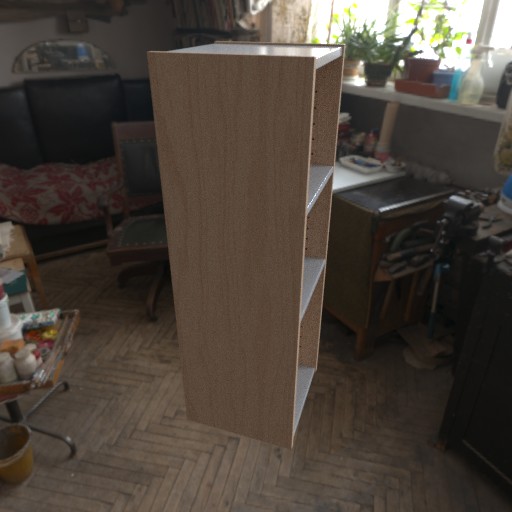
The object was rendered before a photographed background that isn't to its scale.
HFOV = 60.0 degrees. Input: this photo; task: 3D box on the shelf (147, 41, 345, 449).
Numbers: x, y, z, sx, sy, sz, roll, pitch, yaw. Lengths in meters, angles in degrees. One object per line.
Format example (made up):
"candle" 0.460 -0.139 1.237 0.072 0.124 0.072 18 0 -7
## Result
"shelf" 0.000 0.000 1.055 0.290 0.900 0.300 9 31 16
